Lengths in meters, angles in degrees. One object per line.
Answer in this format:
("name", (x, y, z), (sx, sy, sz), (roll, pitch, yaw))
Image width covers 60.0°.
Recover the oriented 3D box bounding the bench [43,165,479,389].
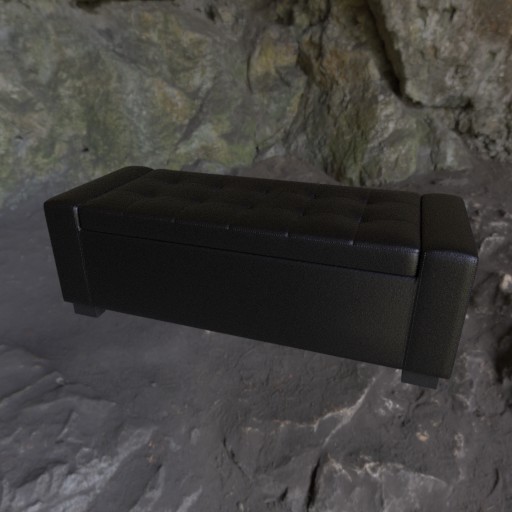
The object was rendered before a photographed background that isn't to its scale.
("bench", (0.000, 0.000, 1.540), (1.296, 0.445, 0.508), (8, 27, 17))
